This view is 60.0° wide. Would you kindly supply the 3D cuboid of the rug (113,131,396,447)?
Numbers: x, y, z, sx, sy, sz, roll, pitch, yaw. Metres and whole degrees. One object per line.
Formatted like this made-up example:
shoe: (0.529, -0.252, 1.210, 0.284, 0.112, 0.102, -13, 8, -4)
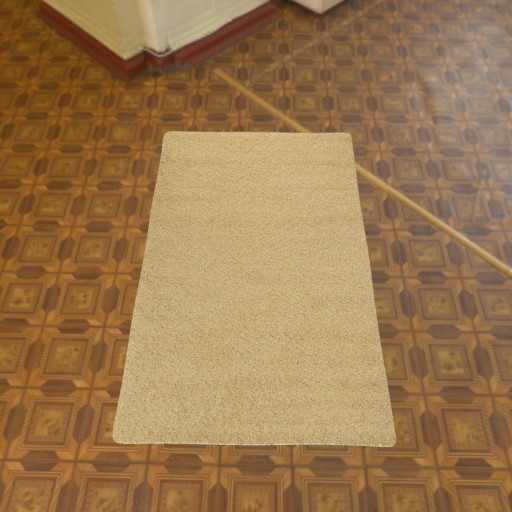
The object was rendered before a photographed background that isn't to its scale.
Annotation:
rug: (0.000, 0.000, 2.954, 1.500, 0.026, 2.349, 1, 58, 0)
